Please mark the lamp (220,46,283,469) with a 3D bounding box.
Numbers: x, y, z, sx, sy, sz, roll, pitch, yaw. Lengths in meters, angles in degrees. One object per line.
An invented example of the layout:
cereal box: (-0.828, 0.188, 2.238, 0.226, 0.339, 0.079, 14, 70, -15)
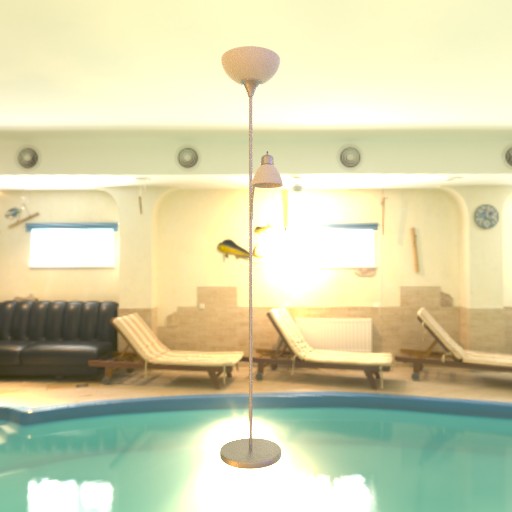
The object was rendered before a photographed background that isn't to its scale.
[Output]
lamp: (0.000, 0.000, 1.950, 0.279, 1.804, 0.425, 0, -1, -18)
